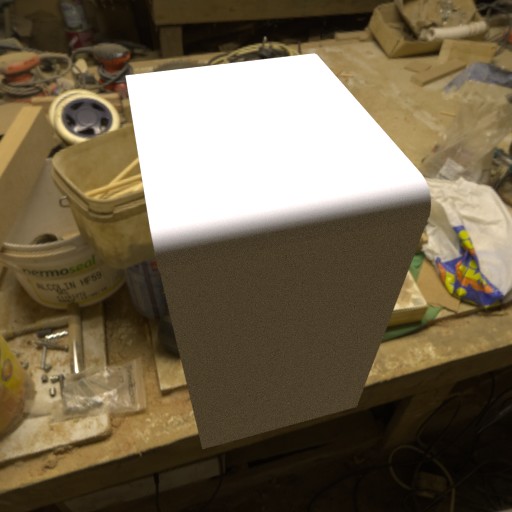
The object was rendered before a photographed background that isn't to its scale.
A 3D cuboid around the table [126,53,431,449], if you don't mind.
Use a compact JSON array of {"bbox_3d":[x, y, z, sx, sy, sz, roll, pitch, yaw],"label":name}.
[{"bbox_3d":[0.000,0.000,0.866,0.350,0.590,0.450,-11,48,-10],"label":"table"}]
